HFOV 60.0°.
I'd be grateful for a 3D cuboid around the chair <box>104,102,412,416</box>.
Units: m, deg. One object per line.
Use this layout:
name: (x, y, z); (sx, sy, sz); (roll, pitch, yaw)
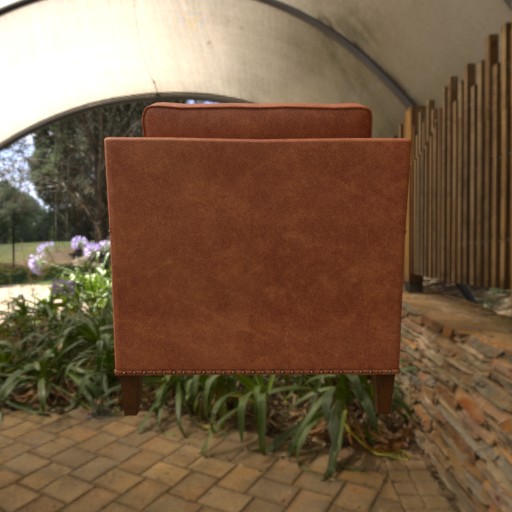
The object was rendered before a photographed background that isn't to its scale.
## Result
chair: (0.000, 0.000, 1.714); (0.853, 0.943, 1.014); (0, 1, -1)
